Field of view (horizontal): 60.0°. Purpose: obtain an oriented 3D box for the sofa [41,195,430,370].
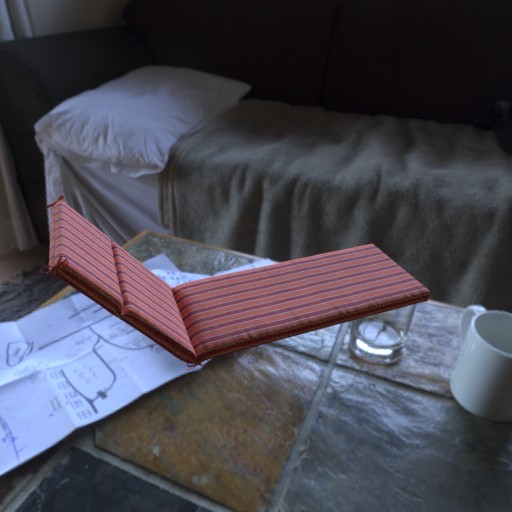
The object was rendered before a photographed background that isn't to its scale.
[{"bbox_3d":[0.000,0.000,2.010,1.663,0.622,0.582,-11,33,-18],"label":"sofa"}]
